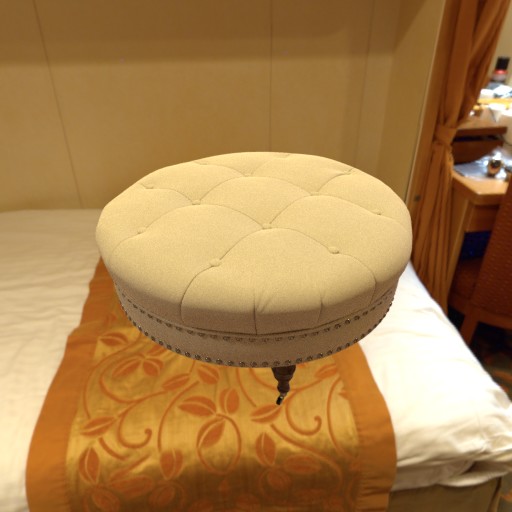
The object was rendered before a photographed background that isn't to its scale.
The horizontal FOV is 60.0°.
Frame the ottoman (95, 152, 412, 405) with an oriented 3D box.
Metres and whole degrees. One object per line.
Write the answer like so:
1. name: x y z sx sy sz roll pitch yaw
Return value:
1. ottoman: 0.000 0.000 1.373 0.901 0.439 0.901 0 32 0
